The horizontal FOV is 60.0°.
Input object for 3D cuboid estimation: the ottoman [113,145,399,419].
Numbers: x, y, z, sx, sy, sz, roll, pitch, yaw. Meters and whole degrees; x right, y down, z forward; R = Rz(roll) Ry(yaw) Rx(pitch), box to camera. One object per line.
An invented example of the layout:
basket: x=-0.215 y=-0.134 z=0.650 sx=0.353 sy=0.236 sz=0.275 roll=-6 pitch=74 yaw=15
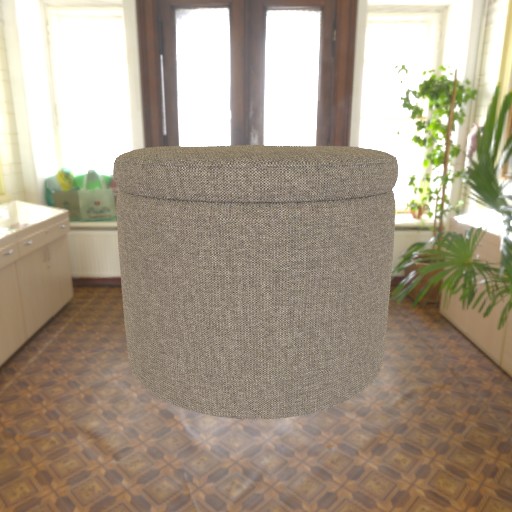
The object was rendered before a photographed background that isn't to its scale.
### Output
ottoman: x=0.000 y=0.000 z=0.884 sx=0.520 sy=0.430 sz=0.520 roll=0 pitch=15 yaw=0
